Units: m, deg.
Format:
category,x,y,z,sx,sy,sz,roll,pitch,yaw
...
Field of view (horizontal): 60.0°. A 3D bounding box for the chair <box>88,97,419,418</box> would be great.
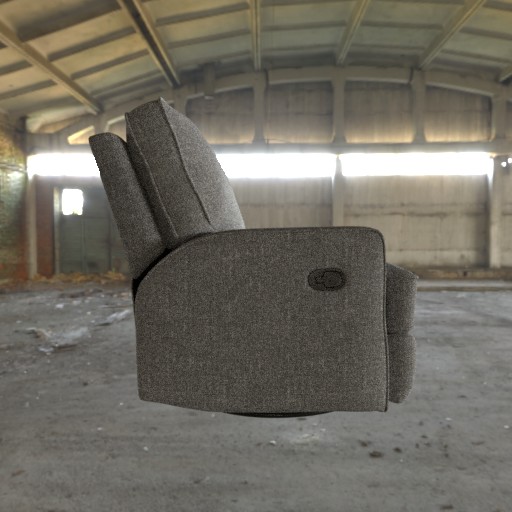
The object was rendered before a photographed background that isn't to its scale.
category,x,y,z,sx,sy,sz,roll,pitch,yaw
chair,0.000,0.000,1.648,0.964,0.962,0.861,0,2,1
